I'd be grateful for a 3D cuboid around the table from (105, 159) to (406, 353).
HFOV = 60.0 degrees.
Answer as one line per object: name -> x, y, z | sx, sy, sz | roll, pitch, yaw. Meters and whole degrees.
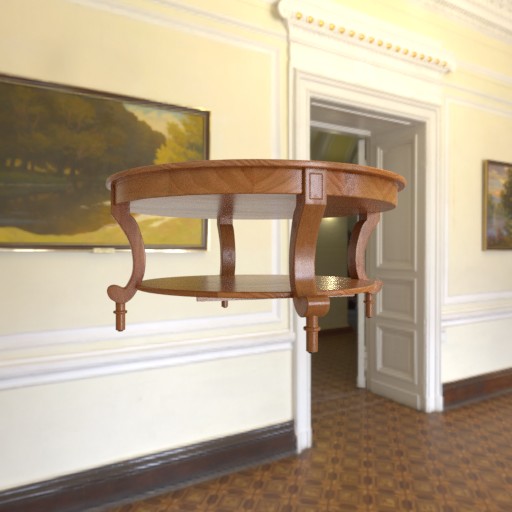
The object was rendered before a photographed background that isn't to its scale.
table -> 0.000, 0.000, 1.596 | 1.029, 0.490, 1.029 | 0, 1, 0
